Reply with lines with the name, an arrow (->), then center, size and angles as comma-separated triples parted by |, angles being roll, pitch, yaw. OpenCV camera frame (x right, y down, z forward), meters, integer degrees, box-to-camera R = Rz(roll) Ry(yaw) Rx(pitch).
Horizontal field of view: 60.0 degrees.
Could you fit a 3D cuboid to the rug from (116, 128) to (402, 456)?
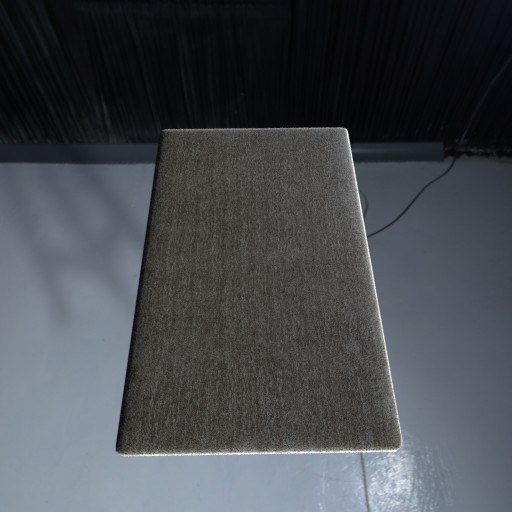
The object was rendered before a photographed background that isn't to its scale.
rug -> 0.000, 0.000, 3.001 | 1.539, 0.024, 2.469 | -1, 58, 0
